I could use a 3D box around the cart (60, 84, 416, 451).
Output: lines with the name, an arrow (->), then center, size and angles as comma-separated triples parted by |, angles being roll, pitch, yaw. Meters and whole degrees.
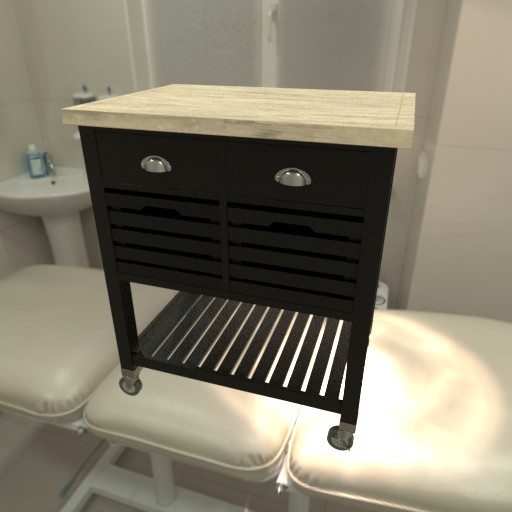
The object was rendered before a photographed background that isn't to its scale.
cart -> 0.000, 0.000, 1.375 | 0.797, 0.920, 0.567 | 8, 28, 16
